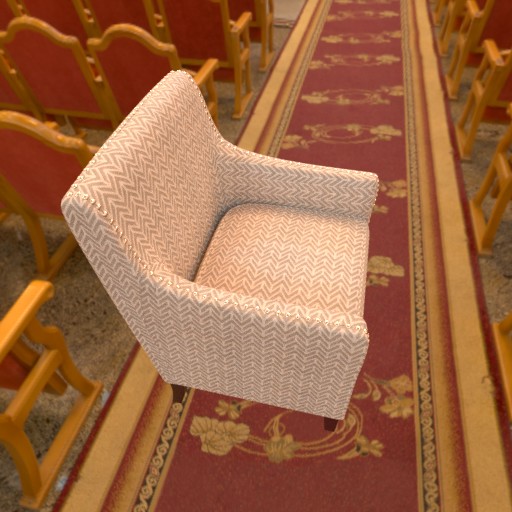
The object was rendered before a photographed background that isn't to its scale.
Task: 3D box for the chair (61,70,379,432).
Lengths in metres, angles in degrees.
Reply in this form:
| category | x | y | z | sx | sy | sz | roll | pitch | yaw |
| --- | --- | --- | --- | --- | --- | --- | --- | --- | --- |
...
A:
| category | x | y | z | sx | sy | sz | roll | pitch | yaw |
| --- | --- | --- | --- | --- | --- | --- | --- | --- | --- |
| chair | 0.000 | 0.000 | 1.286 | 0.651 | 0.816 | 0.623 | 9 | 47 | 9 |
